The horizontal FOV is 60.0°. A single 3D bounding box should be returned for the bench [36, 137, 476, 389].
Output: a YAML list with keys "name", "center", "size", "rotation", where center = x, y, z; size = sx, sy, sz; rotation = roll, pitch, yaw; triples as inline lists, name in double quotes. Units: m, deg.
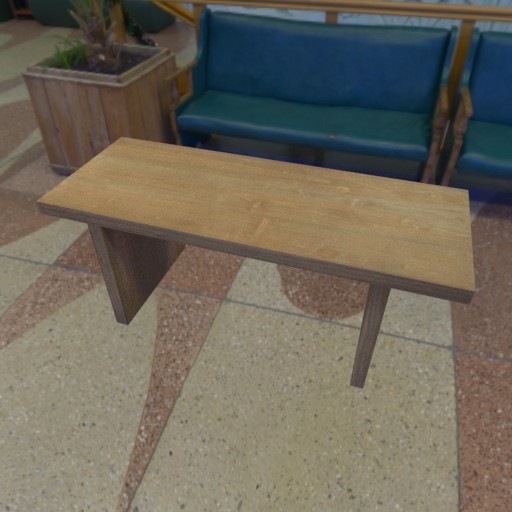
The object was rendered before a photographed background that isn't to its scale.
- name: "bench"
  center: [0.000, 0.000, 1.445]
  size: [1.183, 0.458, 0.458]
  rotation: [12, 41, 14]
